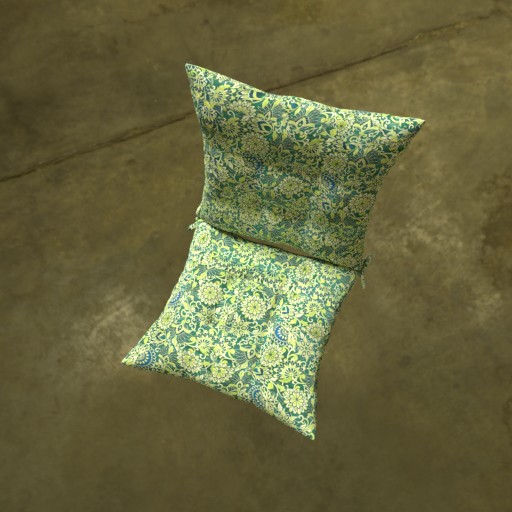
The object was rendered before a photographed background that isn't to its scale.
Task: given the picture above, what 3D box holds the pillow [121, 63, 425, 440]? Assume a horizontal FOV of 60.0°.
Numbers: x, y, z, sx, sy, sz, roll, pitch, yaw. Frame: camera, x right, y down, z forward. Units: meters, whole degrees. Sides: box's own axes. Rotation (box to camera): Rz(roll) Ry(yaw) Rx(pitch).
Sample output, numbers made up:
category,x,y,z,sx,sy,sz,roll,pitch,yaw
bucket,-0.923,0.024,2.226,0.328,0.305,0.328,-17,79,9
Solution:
category,x,y,z,sx,sy,sz,roll,pitch,yaw
pillow,0.000,0.000,1.002,0.541,0.536,0.585,18,62,10
